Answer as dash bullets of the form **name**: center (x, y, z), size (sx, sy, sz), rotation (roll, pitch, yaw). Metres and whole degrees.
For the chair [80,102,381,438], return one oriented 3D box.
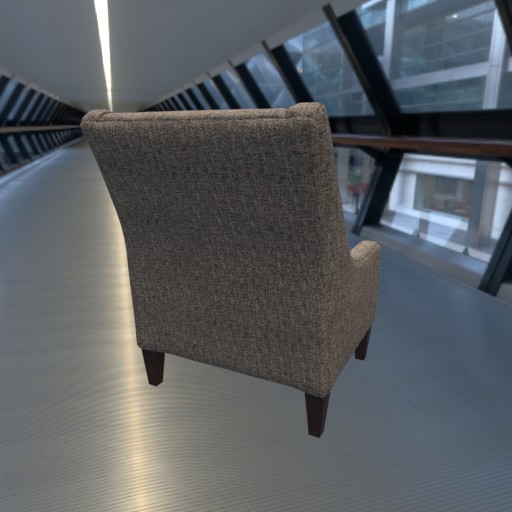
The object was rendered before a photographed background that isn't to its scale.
- **chair**: center (0.000, 0.000, 1.646), size (0.774, 1.014, 0.870), rotation (8, 17, 26)
